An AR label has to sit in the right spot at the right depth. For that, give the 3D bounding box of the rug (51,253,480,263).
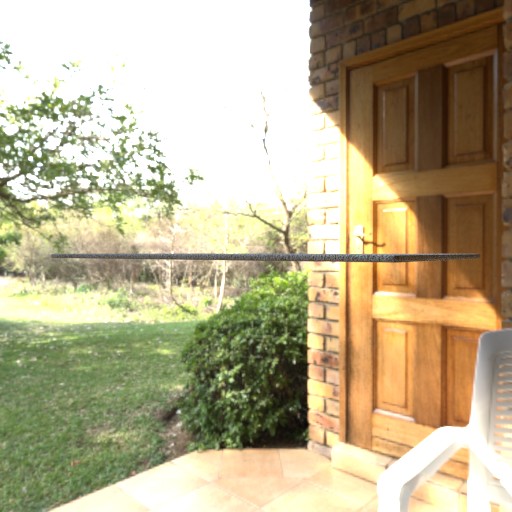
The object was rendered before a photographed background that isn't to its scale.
[{"bbox_3d":[0.000,0.000,2.948,2.438,0.030,1.524,0,1,37],"label":"rug"}]
